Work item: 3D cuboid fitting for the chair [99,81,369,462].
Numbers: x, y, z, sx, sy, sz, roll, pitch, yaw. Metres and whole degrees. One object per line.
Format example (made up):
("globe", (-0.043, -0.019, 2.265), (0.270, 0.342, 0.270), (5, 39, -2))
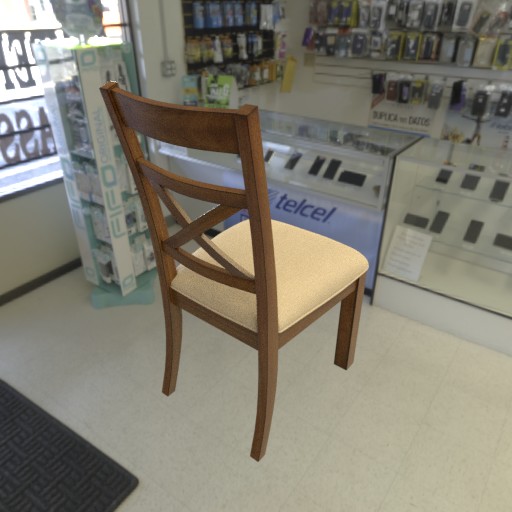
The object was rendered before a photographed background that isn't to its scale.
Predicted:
("chair", (0.000, 0.000, 1.249), (0.461, 0.949, 0.581), (22, 37, 33))
